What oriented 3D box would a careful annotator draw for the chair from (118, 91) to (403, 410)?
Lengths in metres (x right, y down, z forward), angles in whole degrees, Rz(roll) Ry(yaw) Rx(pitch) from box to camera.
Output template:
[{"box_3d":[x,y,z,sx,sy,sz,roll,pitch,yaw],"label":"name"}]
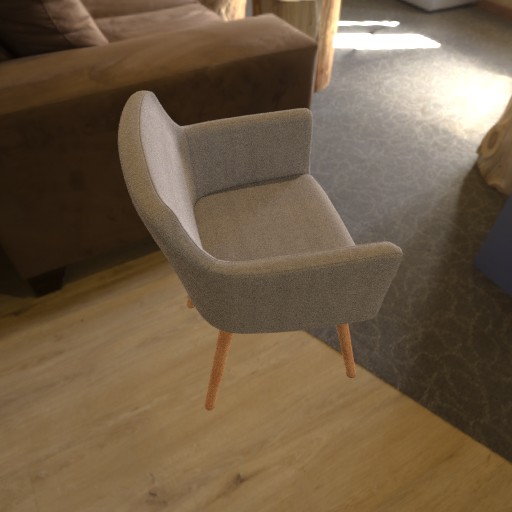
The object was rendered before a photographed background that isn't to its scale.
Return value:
[{"box_3d":[0.000,0.000,1.158,0.540,0.780,0.570,-10,47,-9],"label":"chair"}]
